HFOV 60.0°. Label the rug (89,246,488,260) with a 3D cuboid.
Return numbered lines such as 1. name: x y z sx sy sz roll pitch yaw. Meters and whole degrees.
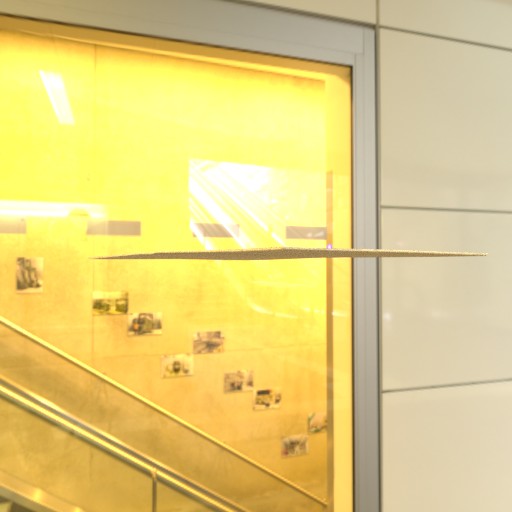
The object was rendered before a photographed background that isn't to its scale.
1. rug: 0.000 0.000 2.307 1.179 0.022 1.820 1 -2 -37
